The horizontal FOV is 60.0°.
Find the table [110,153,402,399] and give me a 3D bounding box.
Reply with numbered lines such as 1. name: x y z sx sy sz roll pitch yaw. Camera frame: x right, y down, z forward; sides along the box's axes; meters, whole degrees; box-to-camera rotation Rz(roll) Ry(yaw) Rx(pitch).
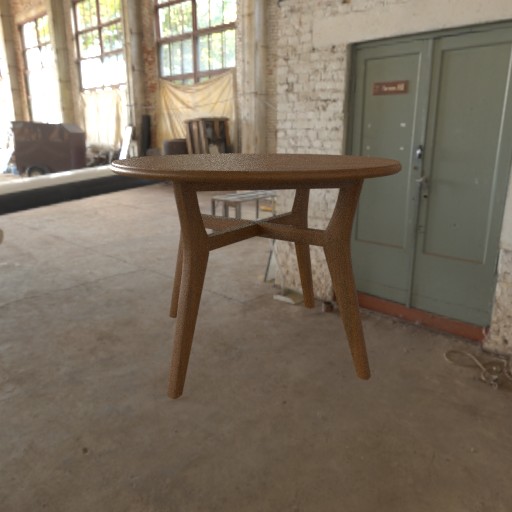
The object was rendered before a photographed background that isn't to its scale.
1. table: 0.000 0.000 1.776 1.055 0.757 1.055 0 16 0
